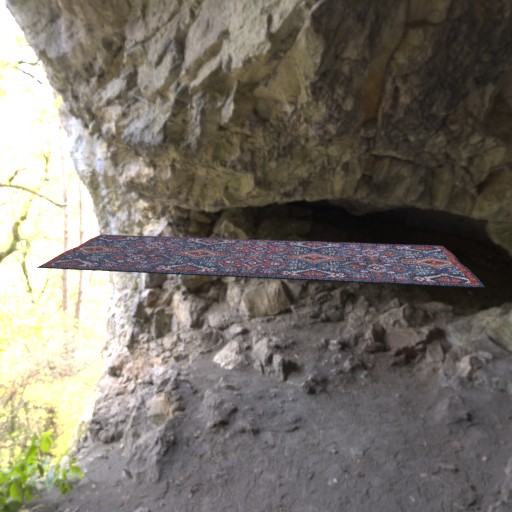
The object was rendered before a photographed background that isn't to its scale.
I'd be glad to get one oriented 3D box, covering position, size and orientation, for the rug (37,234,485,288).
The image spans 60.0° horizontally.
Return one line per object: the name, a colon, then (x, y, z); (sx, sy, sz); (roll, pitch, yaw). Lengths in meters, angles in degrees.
rug: (0.000, 0.000, 2.770); (2.459, 0.010, 0.801); (2, 17, 7)
